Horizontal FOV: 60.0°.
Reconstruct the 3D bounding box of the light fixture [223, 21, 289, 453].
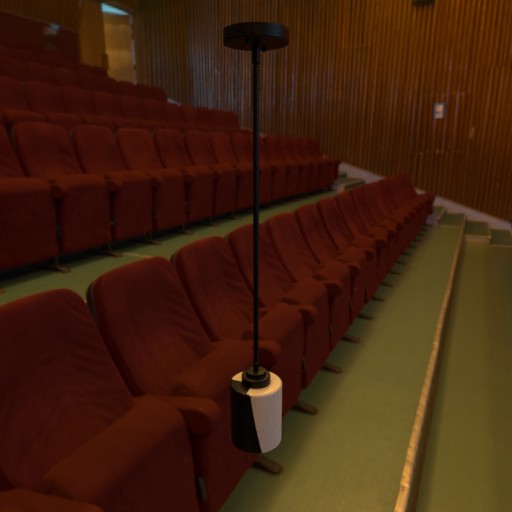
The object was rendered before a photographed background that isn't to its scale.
[{"bbox_3d":[0.000,0.000,0.927,0.123,0.863,0.123,6,15,25],"label":"light fixture"}]
